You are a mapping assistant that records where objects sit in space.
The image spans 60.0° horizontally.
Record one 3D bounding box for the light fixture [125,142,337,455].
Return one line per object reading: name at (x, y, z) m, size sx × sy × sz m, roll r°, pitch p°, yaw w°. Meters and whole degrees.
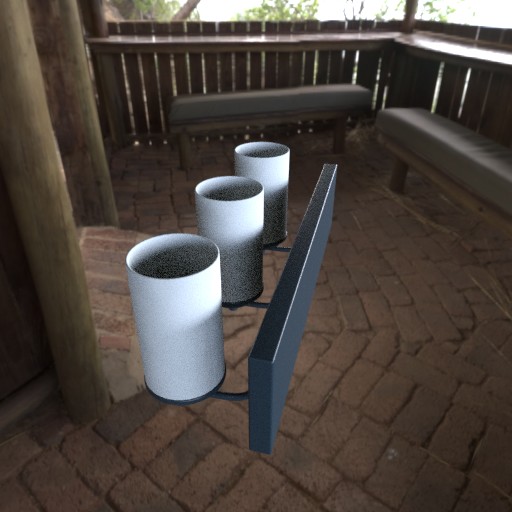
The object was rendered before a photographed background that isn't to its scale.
light fixture at (0.000, 0.000, 0.546) m, size 0.145 × 0.172 × 0.451 m, roll 8°, pitch 31°, yaw 13°
